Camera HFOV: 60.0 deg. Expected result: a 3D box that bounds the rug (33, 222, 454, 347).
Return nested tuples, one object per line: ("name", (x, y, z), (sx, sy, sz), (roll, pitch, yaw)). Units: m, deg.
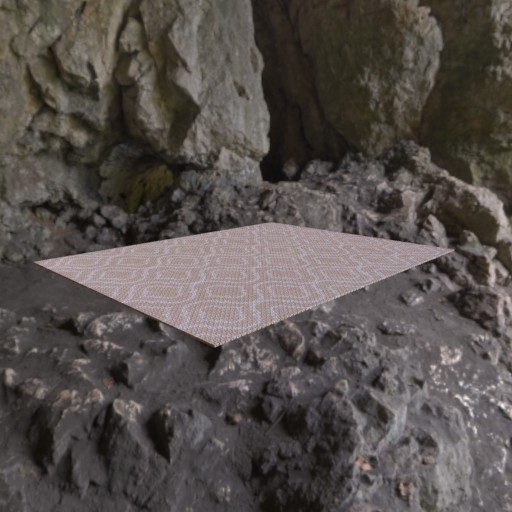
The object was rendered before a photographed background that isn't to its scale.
("rug", (0.000, 0.000, 3.858), (2.286, 0.013, 2.894), (13, 18, 43))
